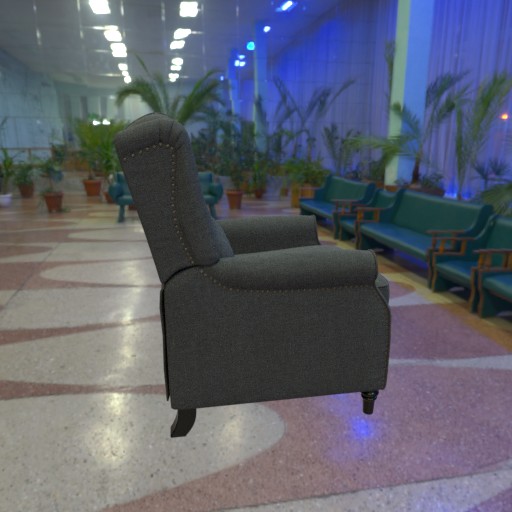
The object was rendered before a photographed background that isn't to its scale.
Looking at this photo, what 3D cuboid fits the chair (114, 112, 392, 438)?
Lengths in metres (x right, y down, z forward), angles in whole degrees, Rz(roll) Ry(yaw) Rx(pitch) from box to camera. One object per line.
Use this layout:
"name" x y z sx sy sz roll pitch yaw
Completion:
"chair" 0.000 0.000 1.684 0.898 1.035 0.742 -3 16 -9
